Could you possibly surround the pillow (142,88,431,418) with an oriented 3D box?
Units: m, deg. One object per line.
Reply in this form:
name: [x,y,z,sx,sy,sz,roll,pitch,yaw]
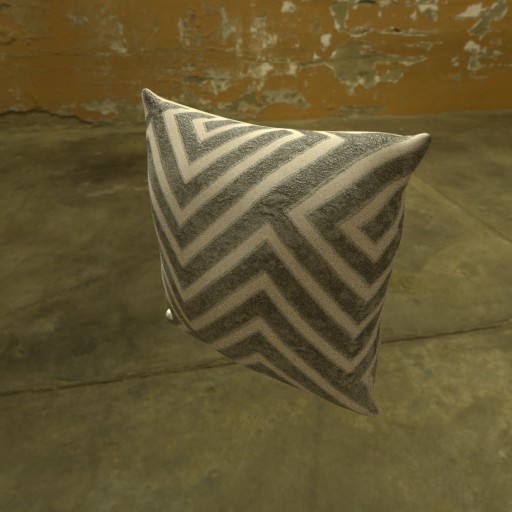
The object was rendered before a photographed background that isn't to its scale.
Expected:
pillow: [0.000,0.000,0.666,0.440,0.441,0.182,19,35,30]
